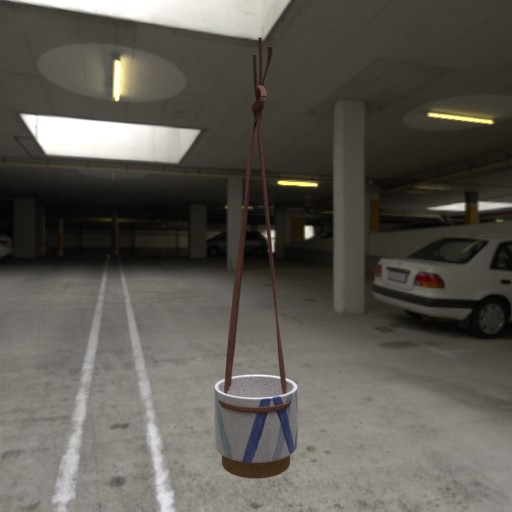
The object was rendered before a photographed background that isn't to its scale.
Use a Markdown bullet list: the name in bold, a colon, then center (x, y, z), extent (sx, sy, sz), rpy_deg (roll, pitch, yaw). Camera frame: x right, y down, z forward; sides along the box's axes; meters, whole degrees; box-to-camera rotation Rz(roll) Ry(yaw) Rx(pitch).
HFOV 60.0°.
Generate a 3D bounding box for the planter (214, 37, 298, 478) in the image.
- **planter**: center (0.000, 0.000, 0.812), extent (0.153, 0.753, 0.157), rpy_deg (0, 0, -18)
